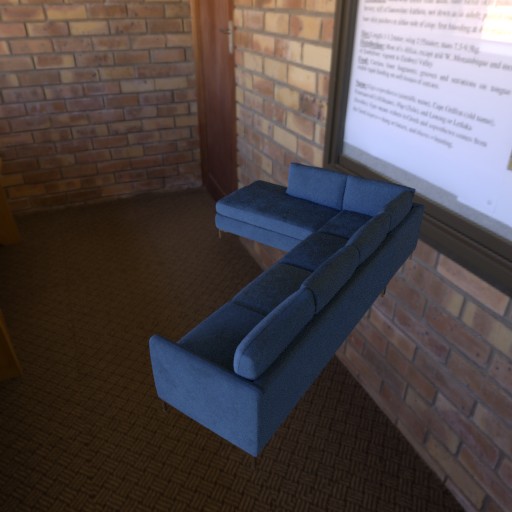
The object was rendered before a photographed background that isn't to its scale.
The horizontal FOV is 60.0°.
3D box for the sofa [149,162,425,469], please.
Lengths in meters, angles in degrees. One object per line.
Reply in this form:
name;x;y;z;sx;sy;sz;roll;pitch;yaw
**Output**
sofa;0.000;0.000;3.862;2.007;0.815;2.949;19;36;29
